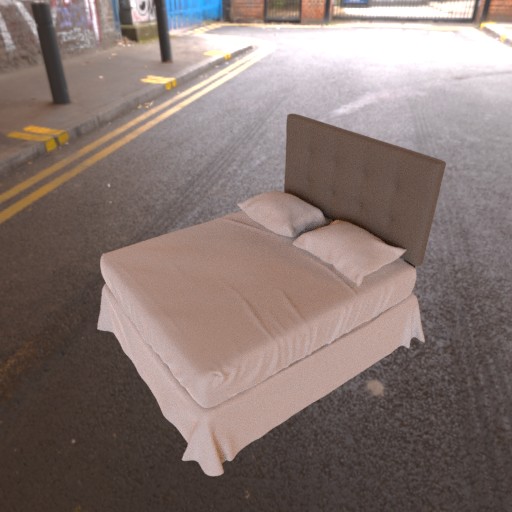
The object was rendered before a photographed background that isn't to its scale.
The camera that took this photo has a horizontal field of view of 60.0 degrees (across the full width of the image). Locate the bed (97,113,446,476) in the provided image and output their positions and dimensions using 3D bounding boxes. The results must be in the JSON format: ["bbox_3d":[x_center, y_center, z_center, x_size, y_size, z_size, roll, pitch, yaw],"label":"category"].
[{"bbox_3d":[0.000,0.000,3.467,2.222,1.577,1.936,-21,38,-30],"label":"bed"}]
